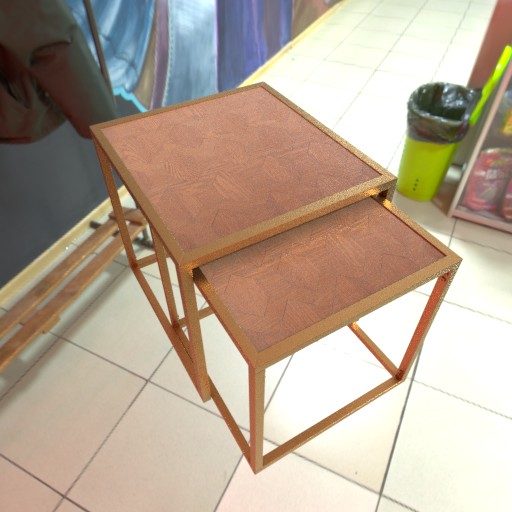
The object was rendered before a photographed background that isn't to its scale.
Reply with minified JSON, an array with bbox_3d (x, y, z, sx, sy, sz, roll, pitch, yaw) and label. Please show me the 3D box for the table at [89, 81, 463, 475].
[{"bbox_3d":[0.000,0.000,1.126,0.505,0.505,0.762,-23,50,-21],"label":"table"}]
